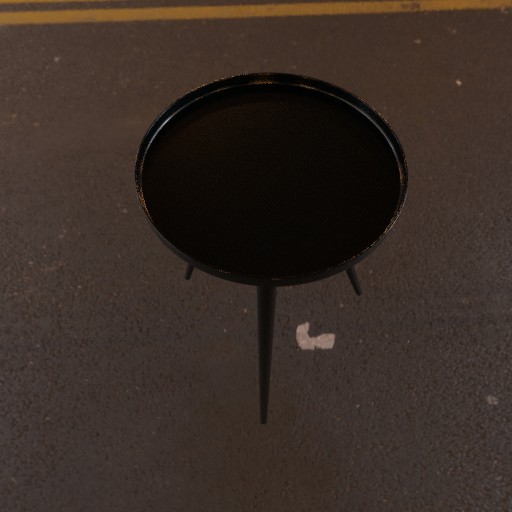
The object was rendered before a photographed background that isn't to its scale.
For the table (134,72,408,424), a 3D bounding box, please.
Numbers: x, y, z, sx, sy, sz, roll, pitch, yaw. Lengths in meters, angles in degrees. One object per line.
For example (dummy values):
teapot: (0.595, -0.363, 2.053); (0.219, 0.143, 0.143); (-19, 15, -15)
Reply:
table: (0.000, 0.000, 0.843); (0.415, 0.548, 0.403); (31, 64, 17)
